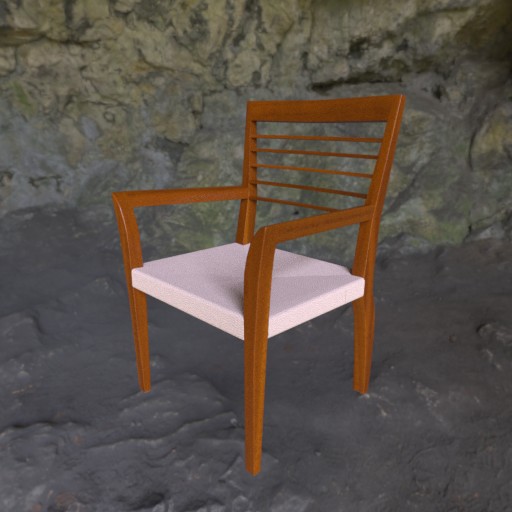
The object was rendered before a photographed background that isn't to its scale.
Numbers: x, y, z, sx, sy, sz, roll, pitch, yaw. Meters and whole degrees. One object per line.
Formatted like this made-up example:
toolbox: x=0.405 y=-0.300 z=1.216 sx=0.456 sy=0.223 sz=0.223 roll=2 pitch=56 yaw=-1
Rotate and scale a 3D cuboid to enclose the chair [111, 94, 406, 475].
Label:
chair: x=0.000 y=0.000 z=1.251 sx=0.587 sy=0.855 sz=0.540 roll=16 pitch=23 yaw=42
